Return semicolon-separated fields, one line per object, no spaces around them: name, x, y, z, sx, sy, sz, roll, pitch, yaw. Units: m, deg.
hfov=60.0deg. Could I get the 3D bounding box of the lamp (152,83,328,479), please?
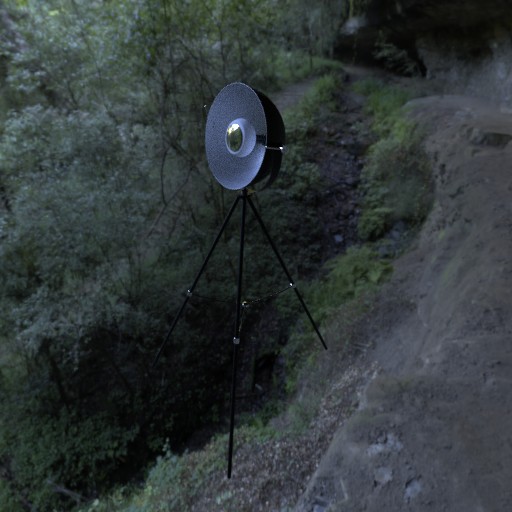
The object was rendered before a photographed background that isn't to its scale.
lamp;0.000;0.000;2.031;0.920;1.512;0.817;-21;37;-32
